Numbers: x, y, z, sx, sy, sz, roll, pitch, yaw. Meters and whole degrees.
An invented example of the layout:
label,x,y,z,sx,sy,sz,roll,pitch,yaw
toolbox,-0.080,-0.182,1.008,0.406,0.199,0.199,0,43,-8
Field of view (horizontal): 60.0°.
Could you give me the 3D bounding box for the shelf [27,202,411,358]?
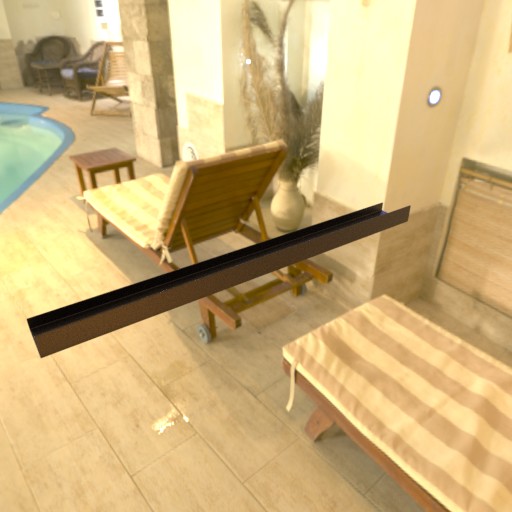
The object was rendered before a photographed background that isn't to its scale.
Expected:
label,x,y,z,sx,sy,sz,roll,pitch,yaw
shelf,0.000,0.000,0.979,0.924,0.049,0.092,-19,35,-30
